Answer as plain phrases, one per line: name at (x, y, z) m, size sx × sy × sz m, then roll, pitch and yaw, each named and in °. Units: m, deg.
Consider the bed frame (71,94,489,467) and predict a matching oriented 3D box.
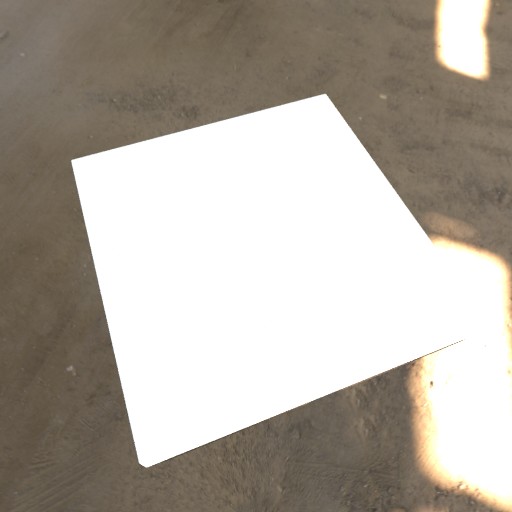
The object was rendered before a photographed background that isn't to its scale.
bed frame at (0.000, 0.000, 2.951) m, size 1.930 × 0.559 × 2.032 m, roll -18°, pitch 60°, yaw -11°
